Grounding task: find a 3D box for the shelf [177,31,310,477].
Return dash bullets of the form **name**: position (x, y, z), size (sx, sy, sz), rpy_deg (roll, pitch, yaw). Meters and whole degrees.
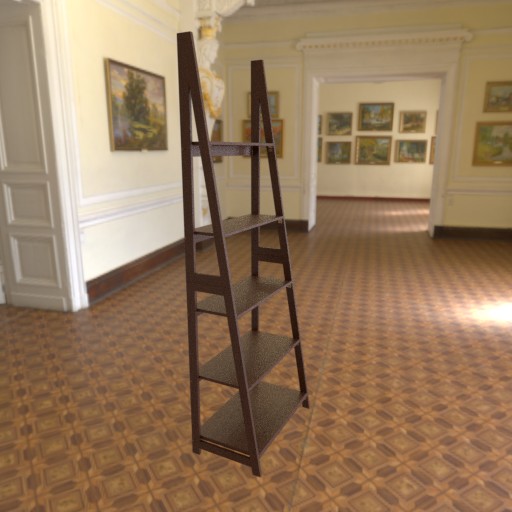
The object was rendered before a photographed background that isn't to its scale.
- **shelf**: position (0.000, 0.000, 2.012), size (0.350, 1.770, 0.600), rpy_deg (7, 15, 27)
